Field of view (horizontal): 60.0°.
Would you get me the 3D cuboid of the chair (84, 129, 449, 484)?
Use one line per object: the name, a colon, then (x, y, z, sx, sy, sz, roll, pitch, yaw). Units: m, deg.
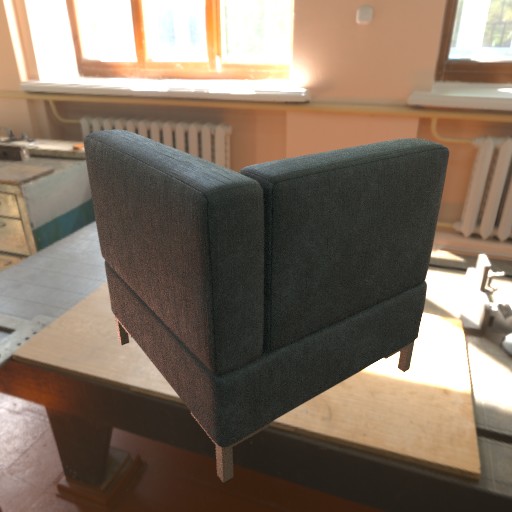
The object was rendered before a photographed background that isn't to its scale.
chair: (0.000, 0.000, 1.216, 0.680, 0.660, 0.680, -17, 30, -32)
